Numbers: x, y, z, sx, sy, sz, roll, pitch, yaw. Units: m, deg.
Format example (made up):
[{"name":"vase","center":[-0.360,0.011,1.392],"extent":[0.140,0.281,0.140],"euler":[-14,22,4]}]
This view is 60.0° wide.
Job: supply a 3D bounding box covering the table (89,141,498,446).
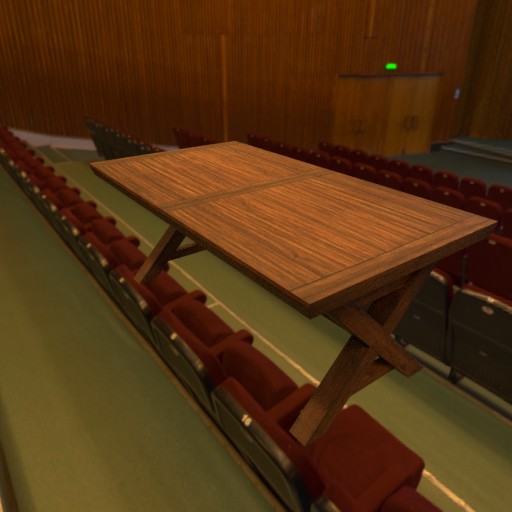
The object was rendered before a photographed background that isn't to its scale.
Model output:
[{"name":"table","center":[0.000,0.000,2.457],"extent":[1.071,0.793,1.966],"euler":[-18,32,-32]}]
